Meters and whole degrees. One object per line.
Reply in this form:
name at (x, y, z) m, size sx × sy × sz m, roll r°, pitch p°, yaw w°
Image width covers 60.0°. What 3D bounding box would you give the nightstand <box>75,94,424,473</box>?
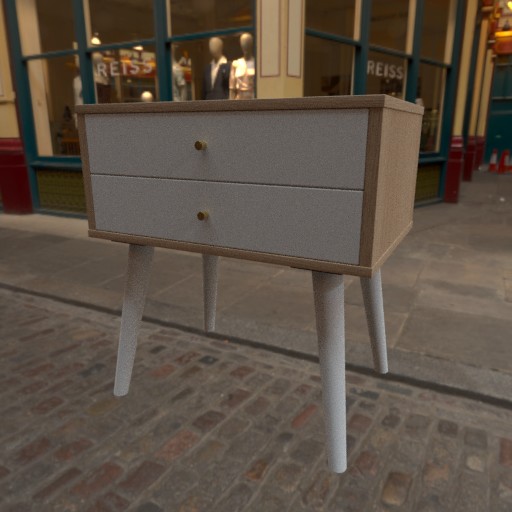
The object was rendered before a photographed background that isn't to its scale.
nightstand at (0.000, 0.000, 0.949) m, size 0.571 × 0.610 × 0.407 m, roll 8°, pitch 18°, yaw 26°
